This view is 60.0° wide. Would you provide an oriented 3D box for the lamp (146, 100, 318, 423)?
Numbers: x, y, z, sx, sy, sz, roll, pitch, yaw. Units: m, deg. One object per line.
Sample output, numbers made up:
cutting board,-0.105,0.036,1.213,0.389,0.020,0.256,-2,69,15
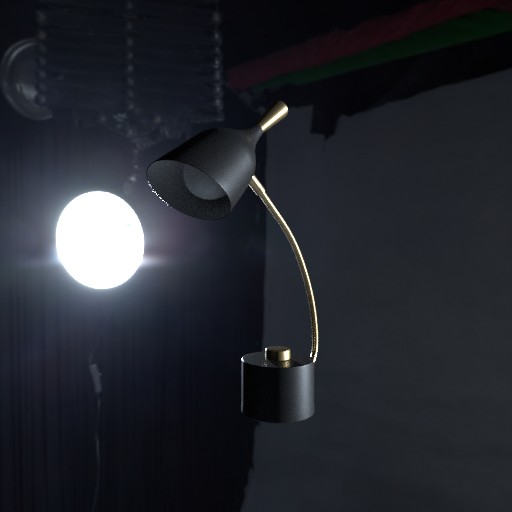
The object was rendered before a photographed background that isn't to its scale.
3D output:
lamp,0.000,0.000,0.623,0.110,0.464,0.352,0,0,36
